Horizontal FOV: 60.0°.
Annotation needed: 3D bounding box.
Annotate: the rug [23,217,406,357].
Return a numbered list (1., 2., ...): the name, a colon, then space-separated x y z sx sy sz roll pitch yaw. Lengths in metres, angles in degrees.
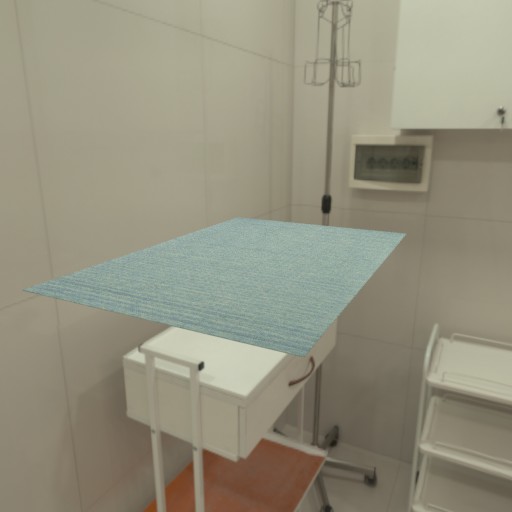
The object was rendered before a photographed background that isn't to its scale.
1. rug: 0.000 0.000 3.733 1.982 0.006 2.895 8 17 26
